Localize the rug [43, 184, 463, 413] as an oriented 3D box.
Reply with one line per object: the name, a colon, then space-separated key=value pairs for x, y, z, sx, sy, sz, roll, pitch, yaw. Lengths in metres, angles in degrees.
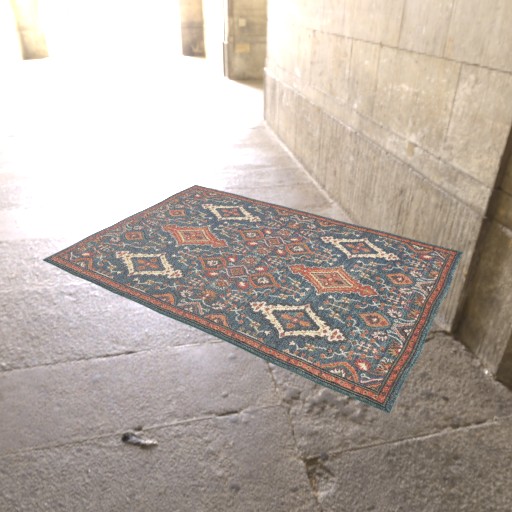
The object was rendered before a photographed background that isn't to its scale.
rug: x=0.000 y=0.000 z=2.990 sx=2.373 sy=0.009 sz=1.622 roll=18 pitch=35 yaw=27
